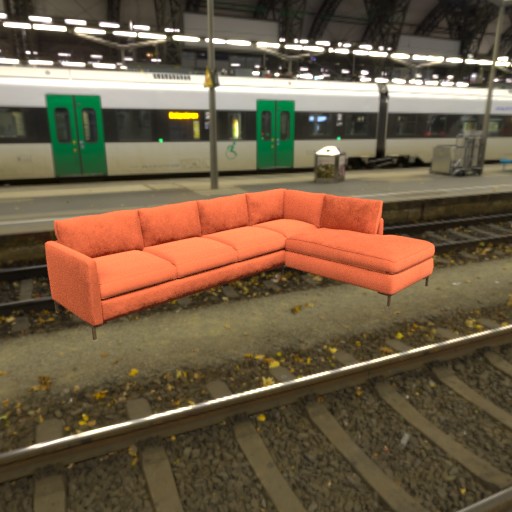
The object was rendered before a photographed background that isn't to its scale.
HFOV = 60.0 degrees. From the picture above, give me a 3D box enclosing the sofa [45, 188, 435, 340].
[{"bbox_3d":[0.000,0.000,3.681,1.879,0.757,2.736,15,22,43],"label":"sofa"}]
